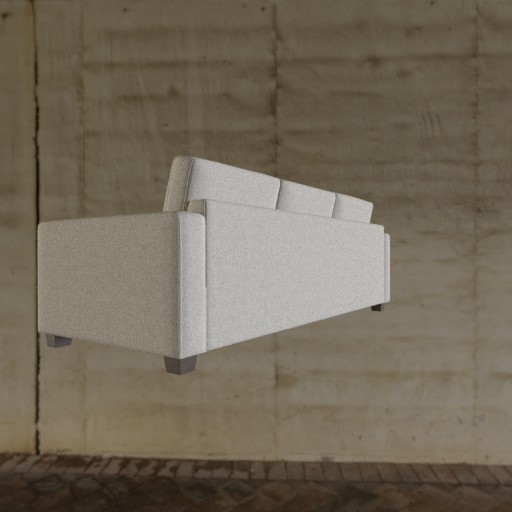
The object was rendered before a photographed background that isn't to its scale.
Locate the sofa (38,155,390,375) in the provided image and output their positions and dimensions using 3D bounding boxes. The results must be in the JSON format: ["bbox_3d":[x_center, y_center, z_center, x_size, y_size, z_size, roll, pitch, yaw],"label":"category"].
[{"bbox_3d":[0.000,0.000,2.599,0.900,0.800,2.160,0,1,35],"label":"sofa"}]
